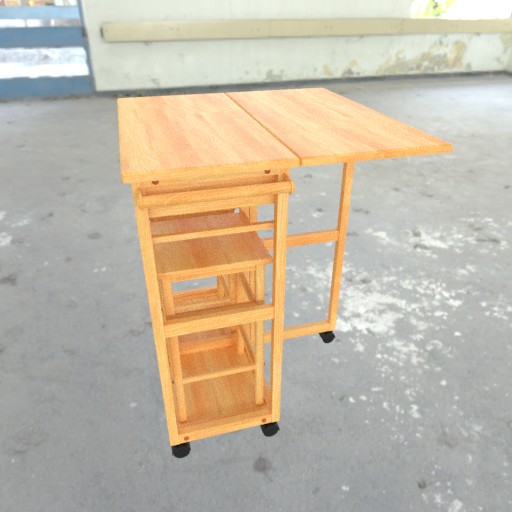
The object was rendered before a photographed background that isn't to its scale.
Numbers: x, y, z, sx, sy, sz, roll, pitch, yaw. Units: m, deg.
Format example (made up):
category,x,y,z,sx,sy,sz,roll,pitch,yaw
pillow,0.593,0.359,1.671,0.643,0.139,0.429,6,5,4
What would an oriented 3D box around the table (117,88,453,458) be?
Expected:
category,x,y,z,sx,sy,sz,roll,pitch,yaw
table,0.000,0.000,1.364,0.693,0.832,0.752,-8,31,-13
